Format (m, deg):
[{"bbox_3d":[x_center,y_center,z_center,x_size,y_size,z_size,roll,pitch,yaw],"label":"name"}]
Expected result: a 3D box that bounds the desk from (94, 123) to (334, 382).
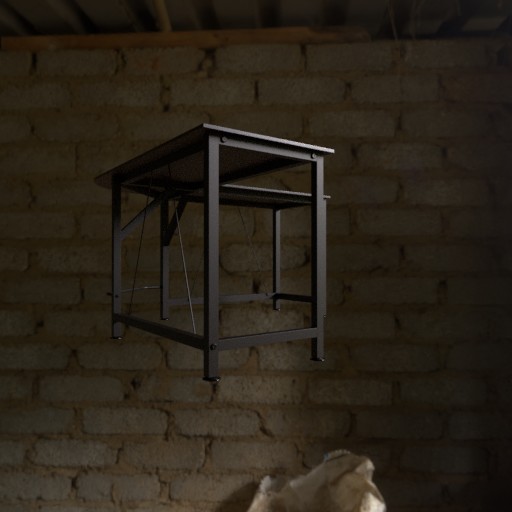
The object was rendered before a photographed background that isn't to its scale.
[{"bbox_3d":[0.000,0.000,2.264,1.400,0.762,1.400,0,0,-36],"label":"desk"}]
